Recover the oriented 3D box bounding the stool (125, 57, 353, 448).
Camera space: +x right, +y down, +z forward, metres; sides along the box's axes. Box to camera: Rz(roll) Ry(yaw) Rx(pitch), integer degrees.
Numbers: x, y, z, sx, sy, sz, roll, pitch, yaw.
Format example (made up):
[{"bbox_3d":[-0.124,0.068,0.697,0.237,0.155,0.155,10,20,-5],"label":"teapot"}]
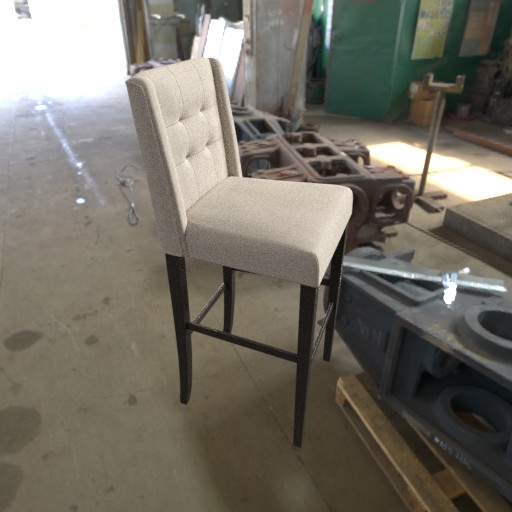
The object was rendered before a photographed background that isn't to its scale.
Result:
[{"bbox_3d":[0.000,0.000,1.416,0.509,1.116,0.474,11,32,18],"label":"stool"}]
